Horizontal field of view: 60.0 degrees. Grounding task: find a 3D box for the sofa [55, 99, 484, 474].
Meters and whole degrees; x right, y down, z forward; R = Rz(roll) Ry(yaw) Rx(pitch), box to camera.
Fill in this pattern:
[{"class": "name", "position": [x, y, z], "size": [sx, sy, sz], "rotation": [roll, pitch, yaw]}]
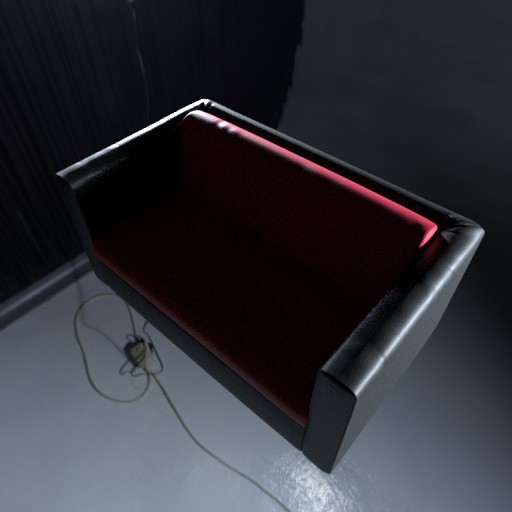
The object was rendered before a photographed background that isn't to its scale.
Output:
[{"class": "sofa", "position": [0.000, 0.000, 1.860], "size": [1.410, 0.735, 0.845], "rotation": [33, 55, 27]}]
